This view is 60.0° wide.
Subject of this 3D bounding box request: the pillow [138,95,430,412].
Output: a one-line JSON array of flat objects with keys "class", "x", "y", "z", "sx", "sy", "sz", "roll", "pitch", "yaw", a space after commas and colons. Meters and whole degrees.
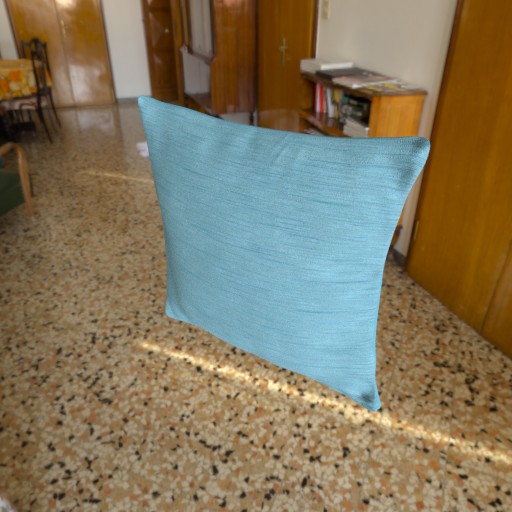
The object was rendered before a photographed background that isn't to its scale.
[{"class": "pillow", "x": 0.000, "y": 0.000, "z": 0.660, "sx": 0.433, "sy": 0.415, "sz": 0.151, "roll": 19, "pitch": 35, "yaw": 29}]
